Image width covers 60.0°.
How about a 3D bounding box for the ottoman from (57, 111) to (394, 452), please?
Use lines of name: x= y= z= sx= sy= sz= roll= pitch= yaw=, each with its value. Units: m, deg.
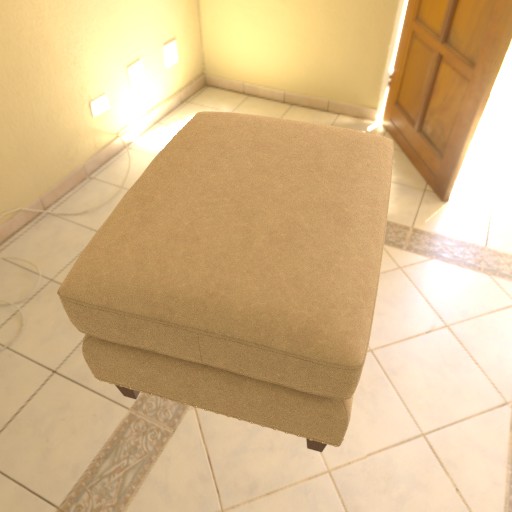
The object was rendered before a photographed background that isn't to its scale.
ottoman: x=0.000 y=0.000 z=1.130 sx=0.584 sy=0.513 sz=0.741 roll=12 pitch=47 yaw=11
